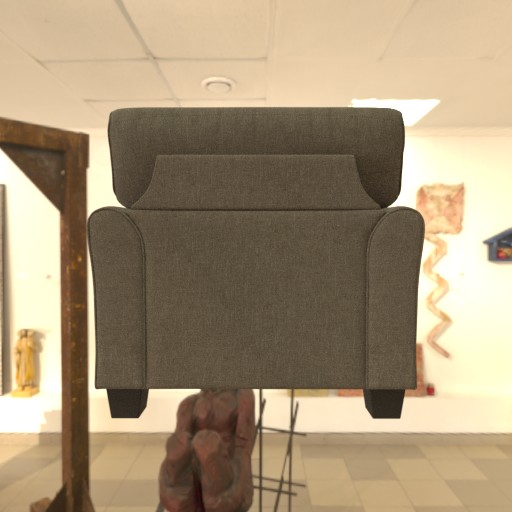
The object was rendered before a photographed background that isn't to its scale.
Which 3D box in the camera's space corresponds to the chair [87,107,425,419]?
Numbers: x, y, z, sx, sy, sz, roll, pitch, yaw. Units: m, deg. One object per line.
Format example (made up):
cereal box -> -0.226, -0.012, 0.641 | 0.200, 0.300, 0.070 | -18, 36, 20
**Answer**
chair -> 0.000, 0.000, 1.583 | 0.941, 0.890, 0.816 | 0, 1, 0
